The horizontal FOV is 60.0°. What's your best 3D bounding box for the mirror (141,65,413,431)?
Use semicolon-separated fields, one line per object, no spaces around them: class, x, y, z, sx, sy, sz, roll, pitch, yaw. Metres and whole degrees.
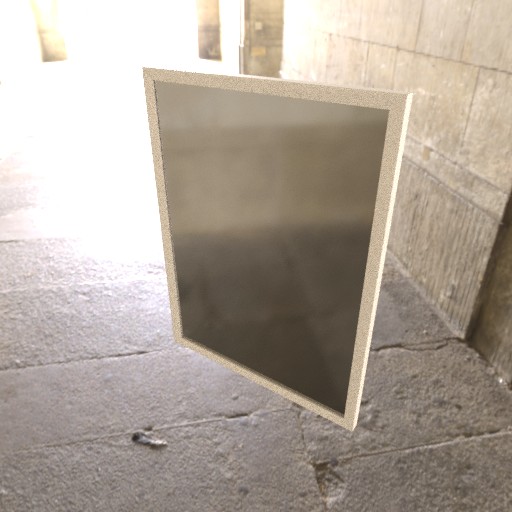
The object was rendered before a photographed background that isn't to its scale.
mirror;0.000;0.000;1.342;0.762;1.016;0.040;19;35;29
